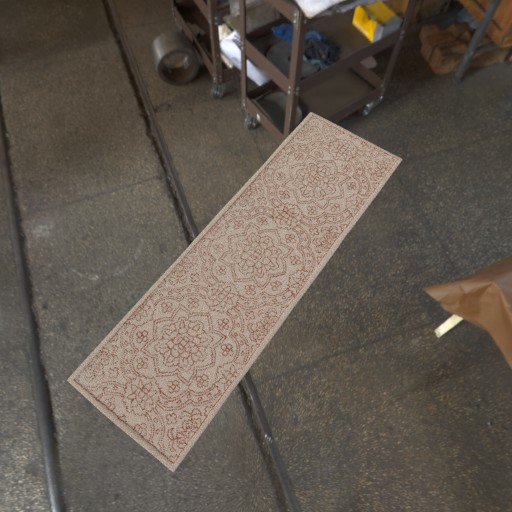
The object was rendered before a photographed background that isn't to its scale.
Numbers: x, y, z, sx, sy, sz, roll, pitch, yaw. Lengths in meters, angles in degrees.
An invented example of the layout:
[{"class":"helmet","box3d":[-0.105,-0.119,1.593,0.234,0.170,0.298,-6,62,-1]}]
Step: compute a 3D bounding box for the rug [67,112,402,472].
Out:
[{"class":"rug","box3d":[0.000,0.000,2.753,0.769,0.012,2.448,33,67,16]}]
